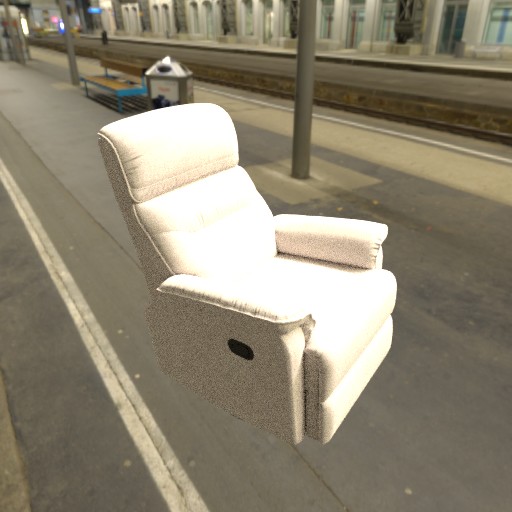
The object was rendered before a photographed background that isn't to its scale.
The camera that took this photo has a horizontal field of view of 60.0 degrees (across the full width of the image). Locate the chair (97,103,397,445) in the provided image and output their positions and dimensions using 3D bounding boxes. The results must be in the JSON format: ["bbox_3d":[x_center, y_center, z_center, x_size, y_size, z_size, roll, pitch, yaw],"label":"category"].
[{"bbox_3d":[0.000,0.000,1.736,1.001,1.039,0.820,18,33,30],"label":"chair"}]
